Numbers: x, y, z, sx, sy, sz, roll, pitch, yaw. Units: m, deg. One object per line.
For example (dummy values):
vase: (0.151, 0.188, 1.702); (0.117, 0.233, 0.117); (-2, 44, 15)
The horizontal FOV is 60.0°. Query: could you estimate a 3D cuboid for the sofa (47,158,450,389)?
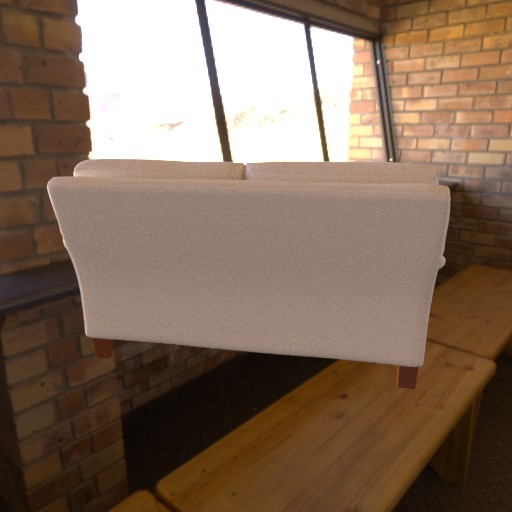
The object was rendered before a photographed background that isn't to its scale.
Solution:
sofa: (0.000, 0.000, 2.514); (1.853, 1.101, 1.084); (3, 16, 10)
